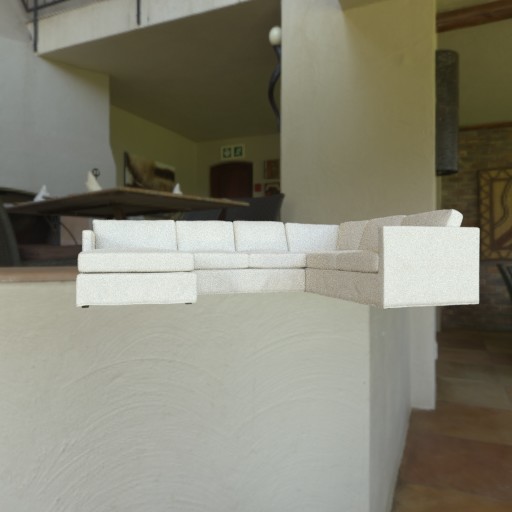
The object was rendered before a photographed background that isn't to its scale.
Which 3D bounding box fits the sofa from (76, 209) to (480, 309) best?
[{"bbox_3d":[0.000,0.000,4.596,3.464,0.882,2.448,0,0,-18],"label":"sofa"}]
